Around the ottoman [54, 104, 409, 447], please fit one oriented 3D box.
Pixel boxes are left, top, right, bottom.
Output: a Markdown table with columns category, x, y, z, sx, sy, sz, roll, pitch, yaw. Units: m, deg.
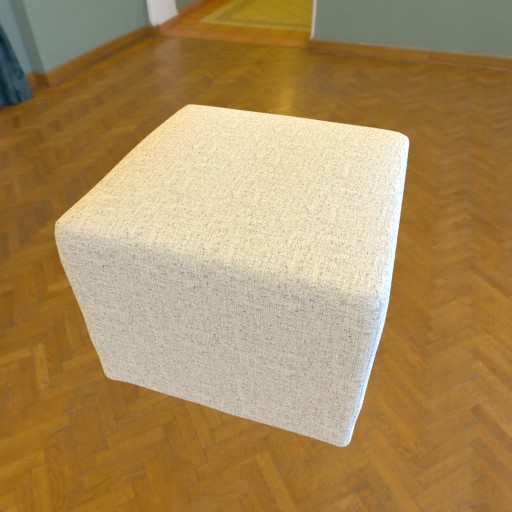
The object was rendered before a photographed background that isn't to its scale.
| category | x | y | z | sx | sy | sz | roll | pitch | yaw |
| --- | --- | --- | --- | --- | --- | --- | --- | --- | --- |
| ottoman | 0.000 | 0.000 | 0.921 | 0.521 | 0.453 | 0.512 | 12 | 42 | 13 |
